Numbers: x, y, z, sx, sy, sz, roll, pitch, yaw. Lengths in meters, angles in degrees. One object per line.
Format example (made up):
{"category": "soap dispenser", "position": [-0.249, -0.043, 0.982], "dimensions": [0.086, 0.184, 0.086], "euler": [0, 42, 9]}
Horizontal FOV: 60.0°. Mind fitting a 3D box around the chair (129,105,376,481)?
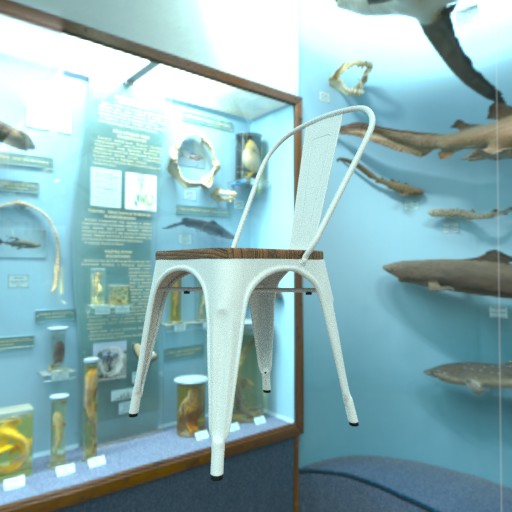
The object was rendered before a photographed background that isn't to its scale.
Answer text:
{"category": "chair", "position": [0.000, 0.000, 1.163], "dimensions": [0.521, 0.851, 0.452], "euler": [1, -1, -36]}
